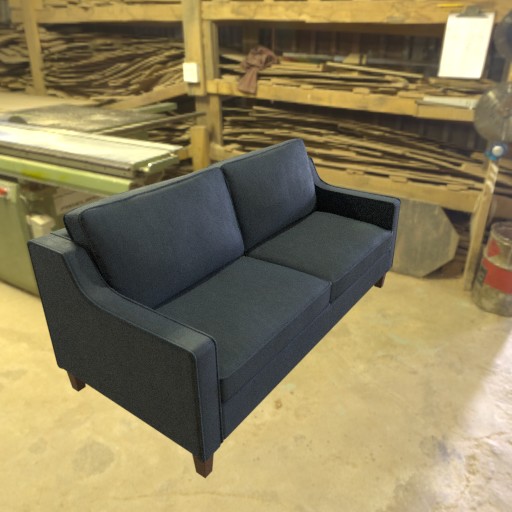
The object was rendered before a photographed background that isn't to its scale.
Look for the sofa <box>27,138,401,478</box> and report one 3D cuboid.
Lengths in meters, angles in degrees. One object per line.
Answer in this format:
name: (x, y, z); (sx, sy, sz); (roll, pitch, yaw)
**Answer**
sofa: (0.000, 0.000, 2.715); (1.066, 1.071, 2.178); (17, 31, 32)
